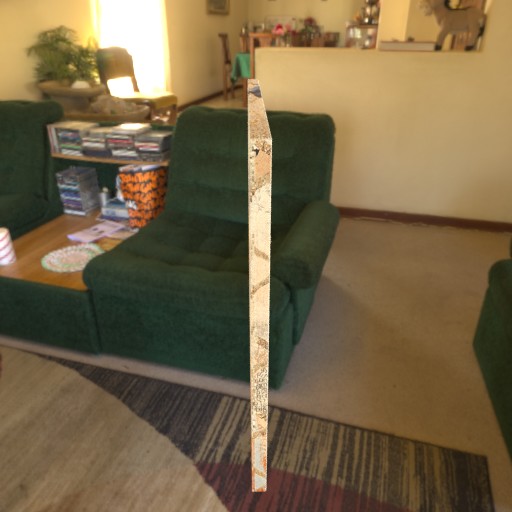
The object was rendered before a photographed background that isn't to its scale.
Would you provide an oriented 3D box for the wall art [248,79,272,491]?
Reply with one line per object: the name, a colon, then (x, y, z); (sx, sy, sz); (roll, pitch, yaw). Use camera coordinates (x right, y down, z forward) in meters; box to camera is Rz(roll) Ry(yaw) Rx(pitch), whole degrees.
wall art: (0.000, 0.000, 1.345); (0.039, 0.914, 0.912); (-1, 27, -1)
